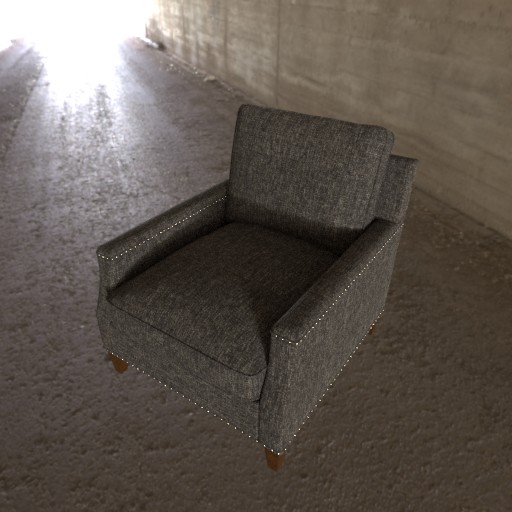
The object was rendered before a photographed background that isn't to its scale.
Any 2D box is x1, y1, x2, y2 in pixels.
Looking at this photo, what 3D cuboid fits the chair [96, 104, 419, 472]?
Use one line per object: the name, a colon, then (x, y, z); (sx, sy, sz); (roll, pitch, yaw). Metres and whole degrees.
chair: (0.000, 0.000, 1.735); (0.853, 0.943, 1.014); (20, 37, 29)
